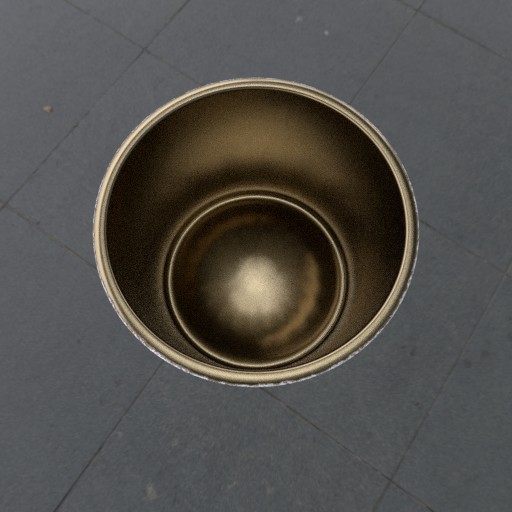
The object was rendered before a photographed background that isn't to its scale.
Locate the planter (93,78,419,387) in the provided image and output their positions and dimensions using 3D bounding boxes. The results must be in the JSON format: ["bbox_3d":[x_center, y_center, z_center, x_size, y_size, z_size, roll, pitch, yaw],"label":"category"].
[{"bbox_3d":[0.000,0.000,0.390,0.221,0.201,0.221,0,75,0],"label":"planter"}]
